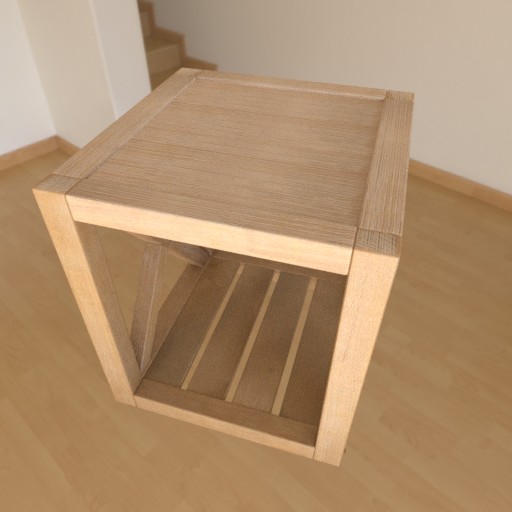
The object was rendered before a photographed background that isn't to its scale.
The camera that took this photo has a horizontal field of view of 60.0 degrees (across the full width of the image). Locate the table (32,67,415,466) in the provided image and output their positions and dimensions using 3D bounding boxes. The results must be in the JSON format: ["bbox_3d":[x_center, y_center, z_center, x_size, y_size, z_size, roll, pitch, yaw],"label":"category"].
[{"bbox_3d":[0.000,0.000,1.015,0.558,0.610,0.559,11,43,13],"label":"table"}]
